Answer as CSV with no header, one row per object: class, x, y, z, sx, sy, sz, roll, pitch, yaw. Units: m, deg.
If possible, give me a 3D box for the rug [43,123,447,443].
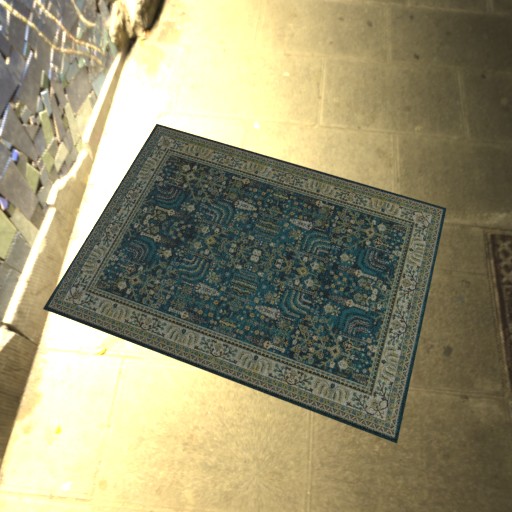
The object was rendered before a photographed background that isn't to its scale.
rug,0.000,0.000,2.895,2.213,0.013,1.594,18,65,9
